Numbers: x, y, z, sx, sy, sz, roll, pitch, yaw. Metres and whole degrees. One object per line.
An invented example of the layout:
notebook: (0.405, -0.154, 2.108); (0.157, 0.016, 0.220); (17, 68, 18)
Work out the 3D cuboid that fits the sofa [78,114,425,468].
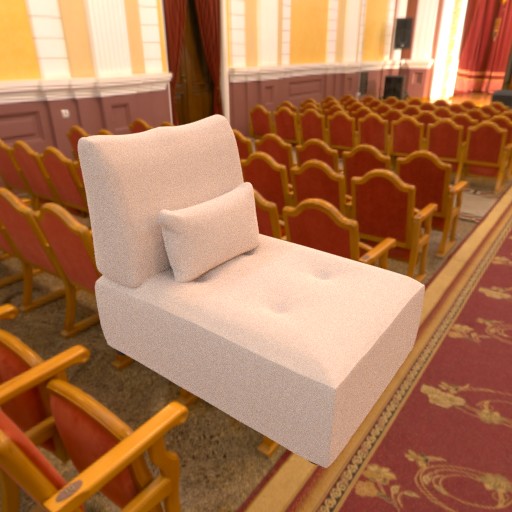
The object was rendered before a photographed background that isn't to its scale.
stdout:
sofa: (0.000, 0.000, 1.555); (1.000, 0.820, 0.700); (18, 30, 33)
